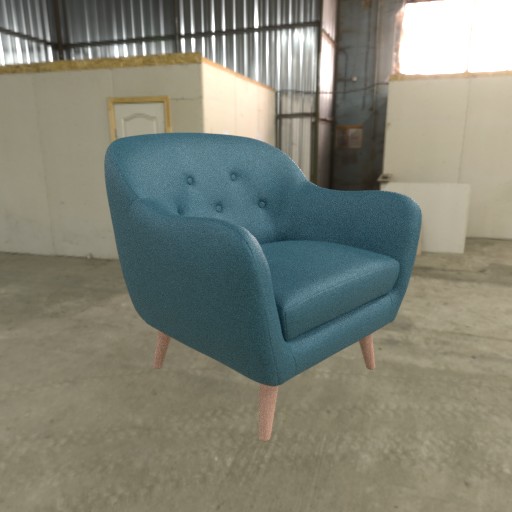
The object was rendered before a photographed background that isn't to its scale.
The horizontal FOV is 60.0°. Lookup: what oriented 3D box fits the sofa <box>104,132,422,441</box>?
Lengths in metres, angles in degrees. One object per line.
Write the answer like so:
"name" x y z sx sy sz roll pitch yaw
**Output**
"sofa" 0.000 0.000 1.523 0.836 0.817 0.825 -15 21 -42
